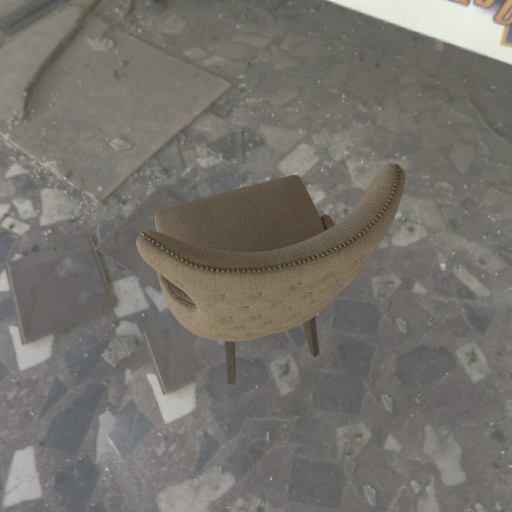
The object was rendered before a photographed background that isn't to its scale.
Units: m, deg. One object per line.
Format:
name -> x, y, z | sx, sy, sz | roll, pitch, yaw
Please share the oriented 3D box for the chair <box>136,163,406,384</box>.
chair -> 0.000, 0.000, 1.403 | 0.628, 0.967, 0.635 | -16, 61, -9
